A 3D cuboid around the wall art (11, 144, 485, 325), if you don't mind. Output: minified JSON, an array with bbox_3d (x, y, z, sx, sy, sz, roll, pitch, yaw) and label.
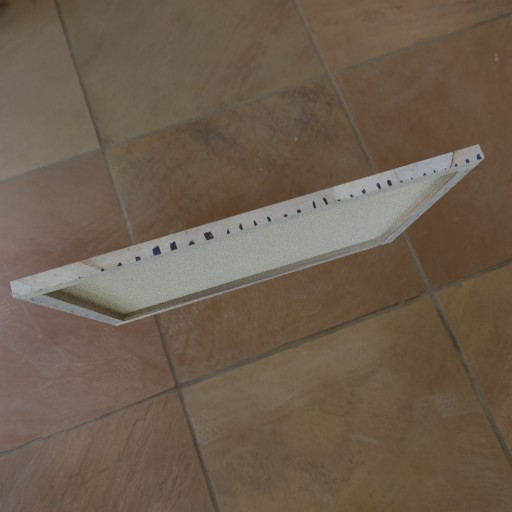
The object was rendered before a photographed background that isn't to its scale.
[{"bbox_3d":[0.000,0.000,1.398,1.143,0.757,0.038,-17,77,-4],"label":"wall art"}]
